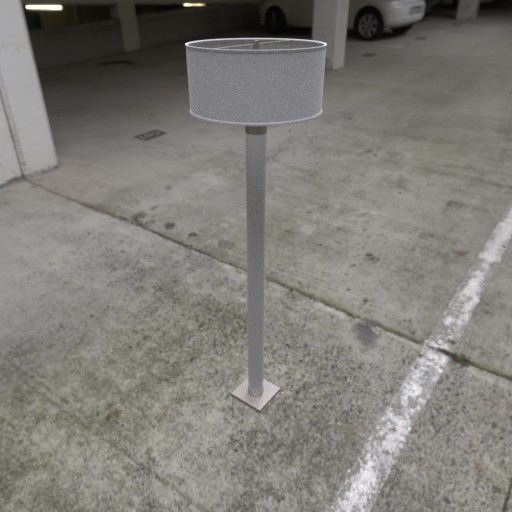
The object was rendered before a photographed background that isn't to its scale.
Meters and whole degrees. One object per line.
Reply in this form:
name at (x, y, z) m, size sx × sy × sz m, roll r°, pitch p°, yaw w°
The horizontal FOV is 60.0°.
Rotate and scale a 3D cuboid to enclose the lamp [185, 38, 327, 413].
lamp at (0.000, 0.000, 1.680) m, size 0.420 × 1.475 × 0.420 m, roll 20°, pitch 36°, yaw 31°
